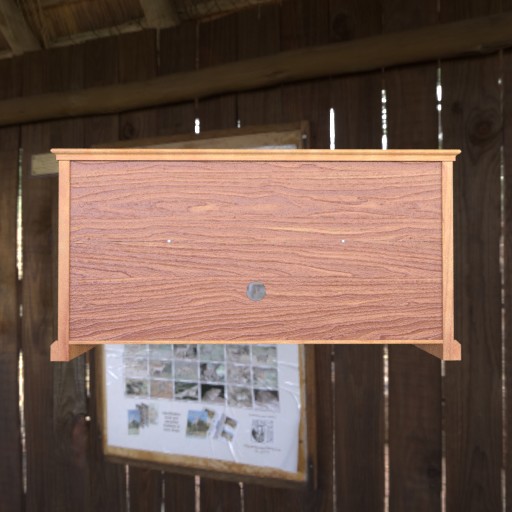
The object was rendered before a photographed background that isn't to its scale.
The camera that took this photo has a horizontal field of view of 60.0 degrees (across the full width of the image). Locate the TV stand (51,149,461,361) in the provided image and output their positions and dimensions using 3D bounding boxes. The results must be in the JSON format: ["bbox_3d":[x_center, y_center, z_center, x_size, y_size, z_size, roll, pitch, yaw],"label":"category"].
[{"bbox_3d":[0.000,0.000,1.473,1.181,0.607,0.417,0,-1,-1],"label":"TV stand"}]
